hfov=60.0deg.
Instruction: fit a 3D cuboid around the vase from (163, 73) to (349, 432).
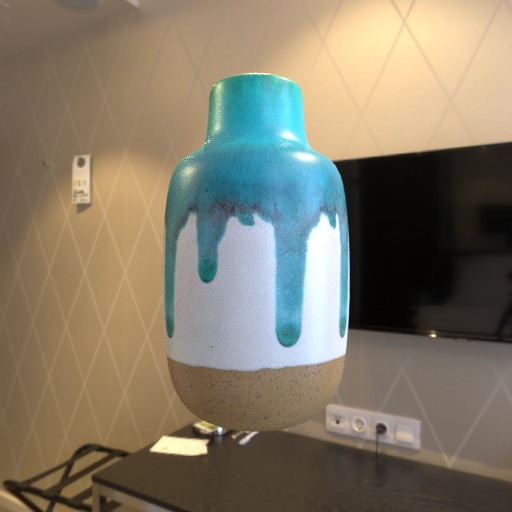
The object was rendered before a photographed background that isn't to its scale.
[{"bbox_3d":[0.000,0.000,0.257,0.106,0.192,0.106,0,0,0],"label":"vase"}]
